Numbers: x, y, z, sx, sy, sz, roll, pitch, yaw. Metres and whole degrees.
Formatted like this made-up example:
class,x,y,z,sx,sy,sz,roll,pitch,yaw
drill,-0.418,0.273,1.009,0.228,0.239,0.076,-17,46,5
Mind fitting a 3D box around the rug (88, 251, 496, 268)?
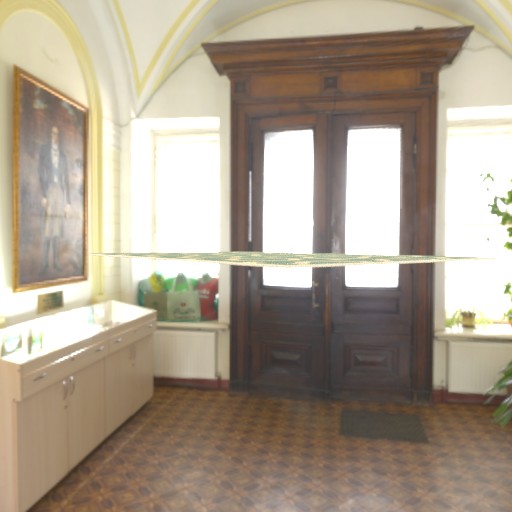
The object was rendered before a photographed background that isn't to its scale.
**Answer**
class,x,y,z,sx,sy,sz,roll,pitch,yaw
rug,0.000,0.000,2.994,1.528,0.015,2.443,-1,2,-36
